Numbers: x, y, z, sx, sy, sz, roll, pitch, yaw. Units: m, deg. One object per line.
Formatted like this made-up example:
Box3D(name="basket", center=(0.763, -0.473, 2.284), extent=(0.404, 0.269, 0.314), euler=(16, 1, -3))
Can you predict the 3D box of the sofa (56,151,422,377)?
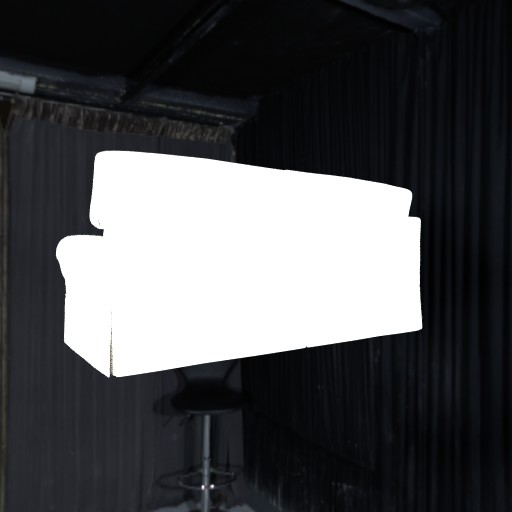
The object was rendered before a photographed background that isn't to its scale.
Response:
Box3D(name="sofa", center=(0.000, 0.000, 2.582), extent=(2.021, 0.937, 0.862), euler=(0, 0, -35))
